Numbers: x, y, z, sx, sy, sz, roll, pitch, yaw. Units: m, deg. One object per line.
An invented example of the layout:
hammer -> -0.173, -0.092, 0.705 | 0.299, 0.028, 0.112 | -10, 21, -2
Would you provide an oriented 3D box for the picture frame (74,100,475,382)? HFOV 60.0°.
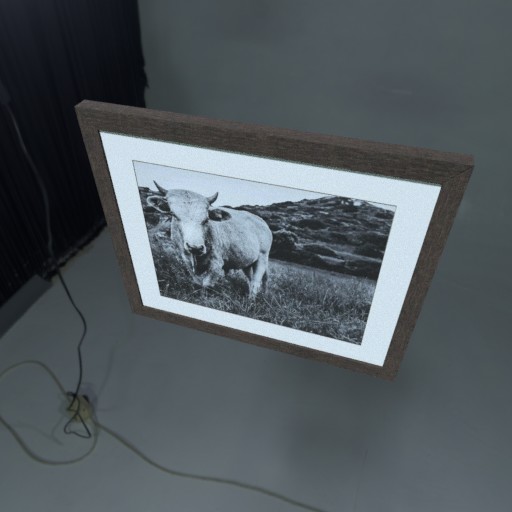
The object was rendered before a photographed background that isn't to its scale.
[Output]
picture frame -> 0.000, 0.000, 0.742 | 0.546, 0.455, 0.026 | 12, 43, 13
